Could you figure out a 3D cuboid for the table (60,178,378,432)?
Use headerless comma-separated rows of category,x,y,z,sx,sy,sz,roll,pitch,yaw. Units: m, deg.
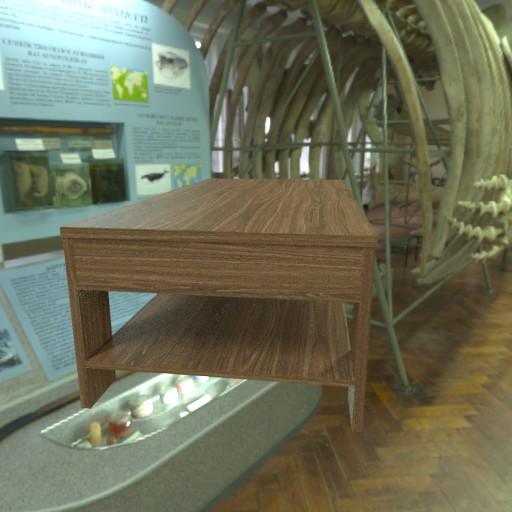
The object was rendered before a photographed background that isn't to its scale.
table,0.000,0.000,1.443,0.600,0.400,1.200,2,15,8
